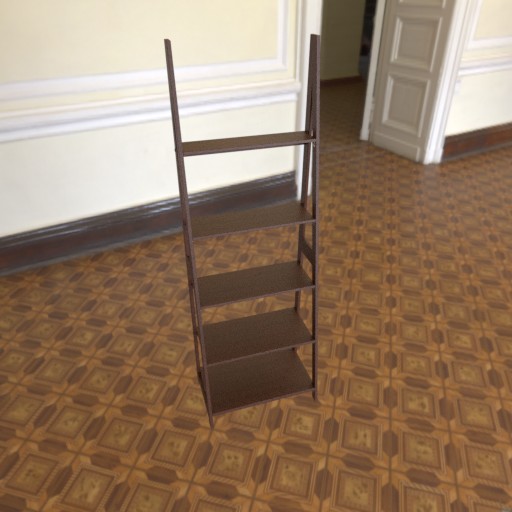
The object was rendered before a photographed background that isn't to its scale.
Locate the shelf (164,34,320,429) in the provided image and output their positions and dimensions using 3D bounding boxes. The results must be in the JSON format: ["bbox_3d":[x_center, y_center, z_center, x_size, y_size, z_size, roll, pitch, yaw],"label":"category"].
[{"bbox_3d":[0.000,0.000,2.020,0.600,1.770,0.350,-9,33,-15],"label":"shelf"}]
